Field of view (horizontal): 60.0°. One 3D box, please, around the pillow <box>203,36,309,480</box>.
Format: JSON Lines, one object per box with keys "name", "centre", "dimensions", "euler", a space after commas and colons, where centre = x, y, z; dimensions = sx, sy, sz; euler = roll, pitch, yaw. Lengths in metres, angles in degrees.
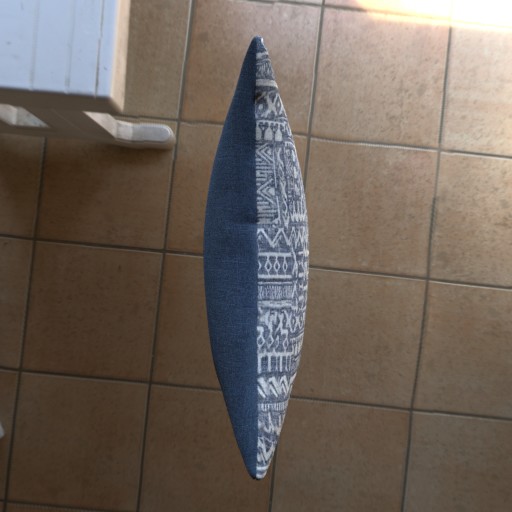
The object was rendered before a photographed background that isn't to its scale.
{"name": "pillow", "centre": [0.000, 0.000, 0.768], "dimensions": [0.180, 0.487, 0.546], "euler": [0, 89, 0]}
